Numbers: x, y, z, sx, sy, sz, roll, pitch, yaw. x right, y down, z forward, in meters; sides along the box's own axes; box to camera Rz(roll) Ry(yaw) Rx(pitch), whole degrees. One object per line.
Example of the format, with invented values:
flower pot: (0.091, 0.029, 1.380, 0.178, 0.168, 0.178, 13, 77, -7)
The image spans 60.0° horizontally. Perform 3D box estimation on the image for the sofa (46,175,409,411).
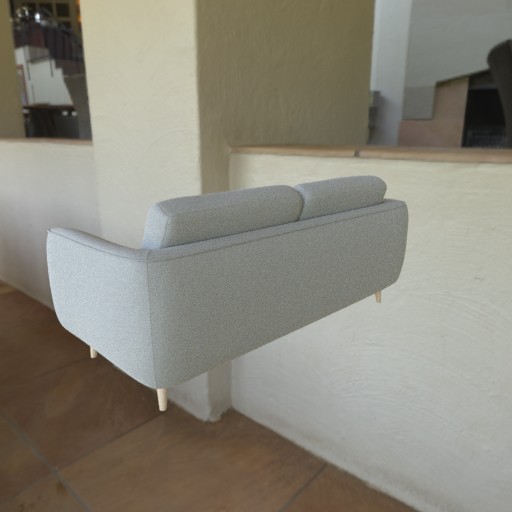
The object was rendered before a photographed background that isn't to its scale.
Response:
sofa: (0.000, 0.000, 2.480, 2.000, 0.850, 0.920, -15, 21, -43)
